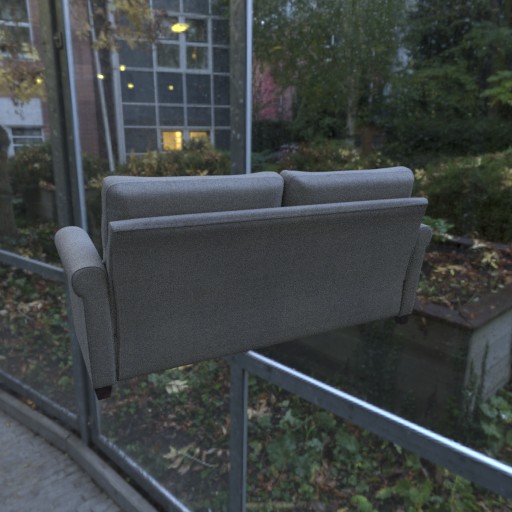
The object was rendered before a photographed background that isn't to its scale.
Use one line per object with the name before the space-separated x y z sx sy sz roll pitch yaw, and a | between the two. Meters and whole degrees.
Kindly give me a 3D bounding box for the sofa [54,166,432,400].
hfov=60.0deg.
sofa | 0.000 0.000 2.410 1.935 0.942 0.842 -7 16 -27
